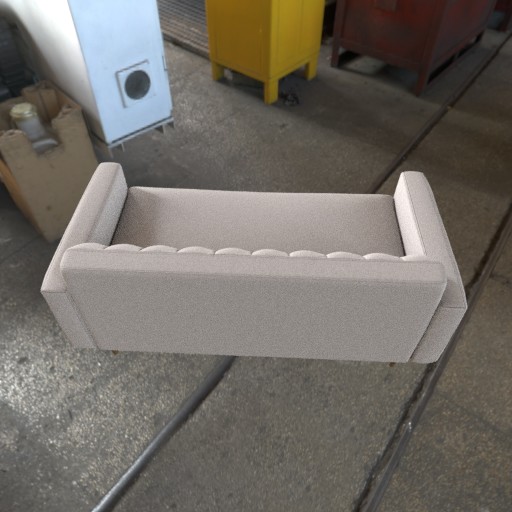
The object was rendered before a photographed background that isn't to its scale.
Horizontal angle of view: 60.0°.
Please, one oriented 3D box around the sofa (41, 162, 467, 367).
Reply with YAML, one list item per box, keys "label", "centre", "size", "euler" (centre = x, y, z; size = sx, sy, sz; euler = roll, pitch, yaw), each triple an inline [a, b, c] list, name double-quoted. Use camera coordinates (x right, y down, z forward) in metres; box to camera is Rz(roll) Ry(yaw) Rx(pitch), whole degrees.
- label: "sofa"
  centre: [0.000, 0.000, 2.410]
  size: [1.895, 0.814, 0.969]
  euler: [2, 48, 2]
